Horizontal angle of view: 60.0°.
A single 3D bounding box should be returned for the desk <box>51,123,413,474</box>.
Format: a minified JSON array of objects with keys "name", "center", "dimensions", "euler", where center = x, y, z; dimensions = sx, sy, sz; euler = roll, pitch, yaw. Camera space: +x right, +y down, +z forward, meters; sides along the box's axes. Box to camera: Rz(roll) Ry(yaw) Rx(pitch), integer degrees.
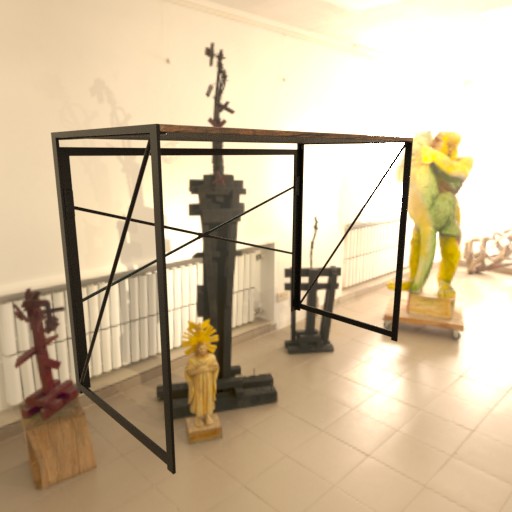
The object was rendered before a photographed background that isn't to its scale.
[{"name":"desk","center":[0.000,0.000,1.421],"dimensions":[1.015,0.747,0.505],"euler":[-13,18,-43]}]
